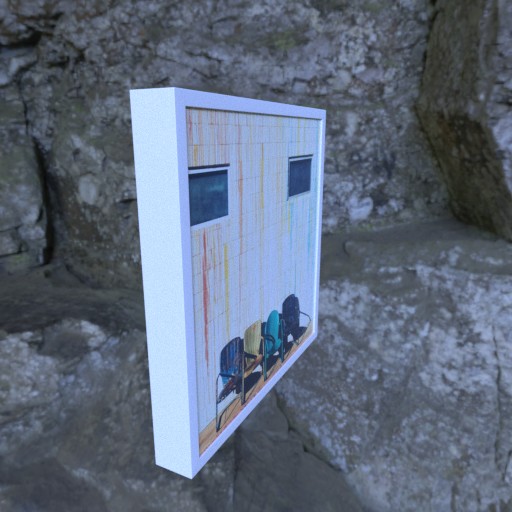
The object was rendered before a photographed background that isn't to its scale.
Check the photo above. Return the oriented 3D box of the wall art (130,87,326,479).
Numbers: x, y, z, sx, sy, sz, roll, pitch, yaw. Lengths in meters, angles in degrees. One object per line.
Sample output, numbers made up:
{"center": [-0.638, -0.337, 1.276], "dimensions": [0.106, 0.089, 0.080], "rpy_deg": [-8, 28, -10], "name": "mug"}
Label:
{"center": [0.000, 0.000, 0.465], "dimensions": [0.038, 0.305, 0.305], "rpy_deg": [8, 17, 26], "name": "wall art"}
